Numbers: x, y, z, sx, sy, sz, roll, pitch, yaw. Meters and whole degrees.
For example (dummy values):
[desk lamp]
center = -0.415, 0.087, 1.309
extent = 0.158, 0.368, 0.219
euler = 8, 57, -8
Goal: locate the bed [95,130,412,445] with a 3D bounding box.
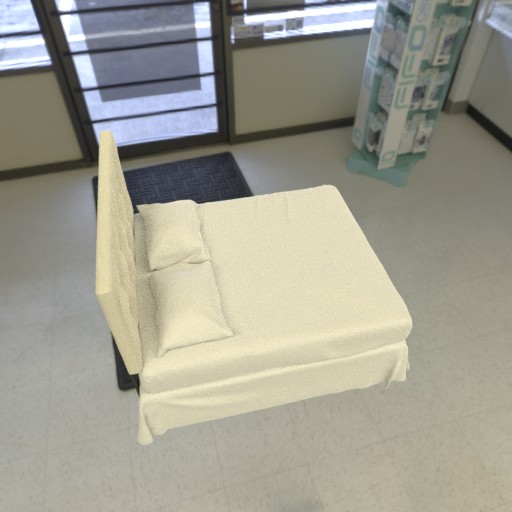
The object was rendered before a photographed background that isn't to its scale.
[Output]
[bed]
center = 0.000, 0.000, 3.516
extent = 2.222, 1.577, 1.936
euler = -9, 47, -9
